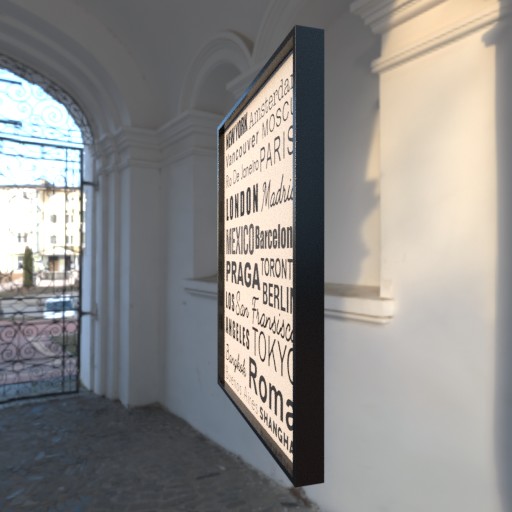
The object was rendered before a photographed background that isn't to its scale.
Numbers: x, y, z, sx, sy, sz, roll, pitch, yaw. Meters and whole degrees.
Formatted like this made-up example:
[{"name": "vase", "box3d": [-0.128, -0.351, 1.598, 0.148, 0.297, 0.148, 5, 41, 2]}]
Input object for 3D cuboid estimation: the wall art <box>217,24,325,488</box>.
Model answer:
[{"name": "wall art", "box3d": [0.000, 0.000, 0.746, 0.038, 0.551, 0.448, 0, 0, -17]}]
